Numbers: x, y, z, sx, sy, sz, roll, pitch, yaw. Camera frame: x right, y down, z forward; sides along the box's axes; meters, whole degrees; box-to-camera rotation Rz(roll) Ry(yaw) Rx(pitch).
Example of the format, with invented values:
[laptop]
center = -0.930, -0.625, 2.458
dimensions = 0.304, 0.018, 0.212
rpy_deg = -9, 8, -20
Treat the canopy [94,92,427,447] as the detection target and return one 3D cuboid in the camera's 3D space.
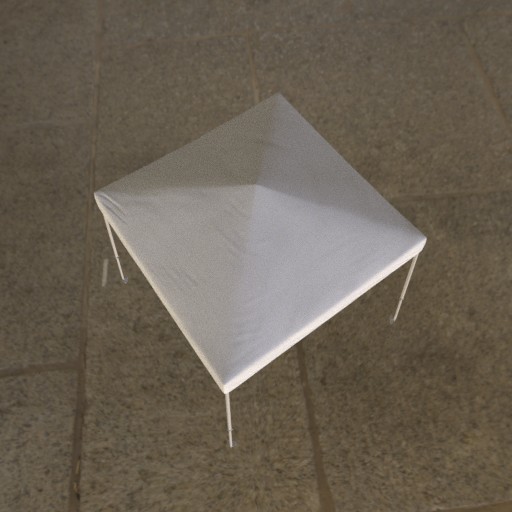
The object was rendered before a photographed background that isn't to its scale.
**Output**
[canopy]
center = 0.000, 0.000, 6.520
dimensions = 3.599, 3.600, 3.600
rpy_deg = -33, 68, -15
